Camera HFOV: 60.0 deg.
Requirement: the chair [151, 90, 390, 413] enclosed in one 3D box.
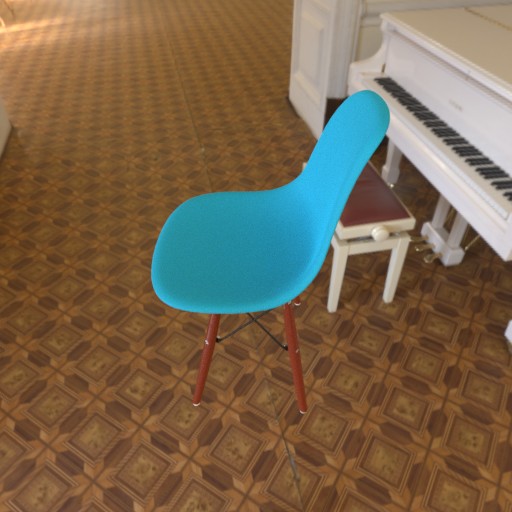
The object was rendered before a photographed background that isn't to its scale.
[{"bbox_3d":[0.000,0.000,1.175,0.533,0.826,0.470,0,42,0],"label":"chair"}]
